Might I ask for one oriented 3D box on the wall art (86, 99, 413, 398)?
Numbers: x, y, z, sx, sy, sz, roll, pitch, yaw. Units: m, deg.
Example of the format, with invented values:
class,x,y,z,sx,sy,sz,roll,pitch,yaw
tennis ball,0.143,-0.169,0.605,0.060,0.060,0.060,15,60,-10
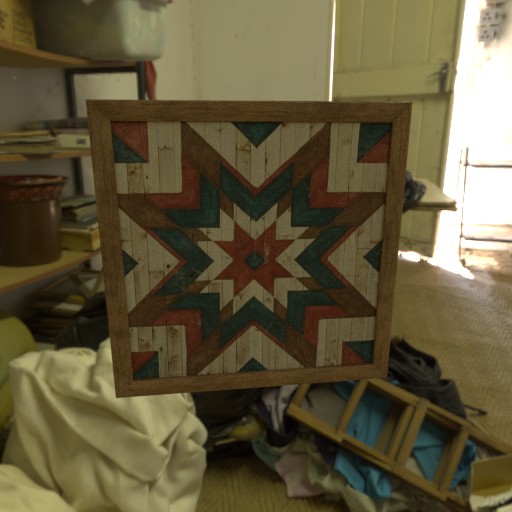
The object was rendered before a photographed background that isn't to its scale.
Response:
class,x,y,z,sx,sy,sz,roll,pitch,yaw
wall art,0.000,0.000,1.044,0.695,0.691,0.029,-2,16,-7
